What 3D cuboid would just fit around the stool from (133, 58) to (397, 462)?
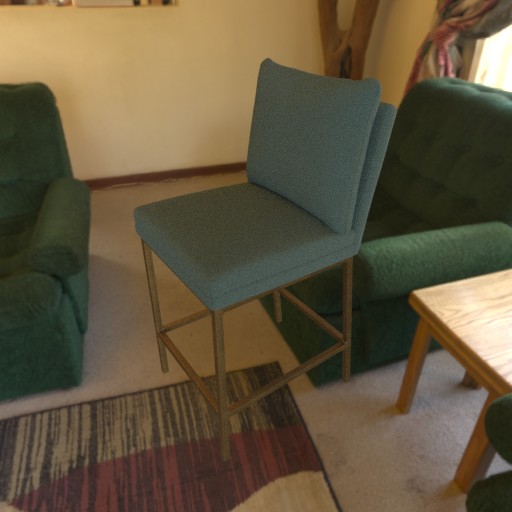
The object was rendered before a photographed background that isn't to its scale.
[{"bbox_3d":[0.000,0.000,1.335,0.568,1.032,0.463,-20,37,-29],"label":"stool"}]
